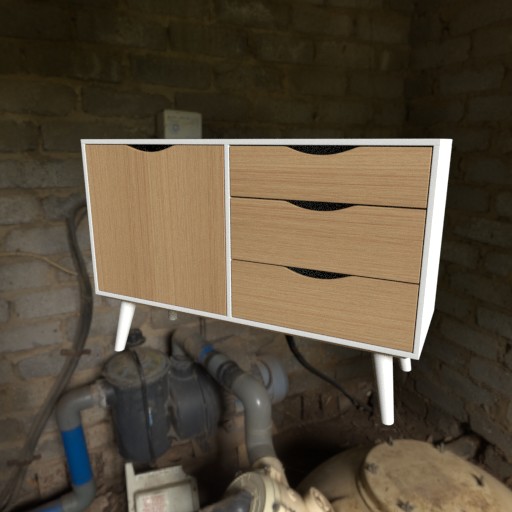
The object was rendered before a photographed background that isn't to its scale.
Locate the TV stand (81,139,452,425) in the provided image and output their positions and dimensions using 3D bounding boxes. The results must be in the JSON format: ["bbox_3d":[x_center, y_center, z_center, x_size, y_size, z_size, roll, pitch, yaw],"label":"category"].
[{"bbox_3d":[0.000,0.000,1.596,1.193,0.812,0.406,7,16,26],"label":"TV stand"}]
